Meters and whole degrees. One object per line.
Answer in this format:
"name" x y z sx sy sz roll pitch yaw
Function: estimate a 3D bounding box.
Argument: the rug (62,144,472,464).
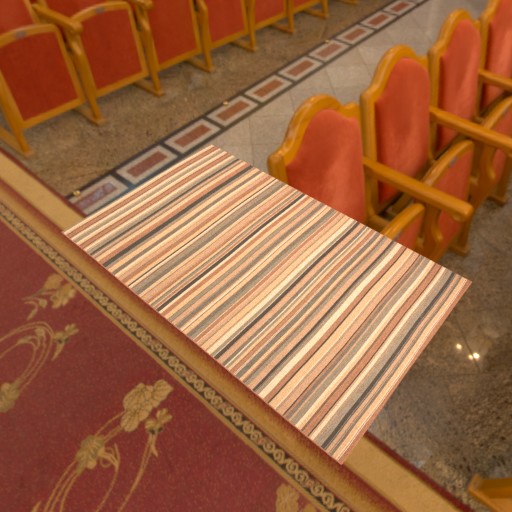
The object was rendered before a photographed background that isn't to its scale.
"rug" 0.000 0.000 3.070 2.438 0.014 1.523 33 55 27
